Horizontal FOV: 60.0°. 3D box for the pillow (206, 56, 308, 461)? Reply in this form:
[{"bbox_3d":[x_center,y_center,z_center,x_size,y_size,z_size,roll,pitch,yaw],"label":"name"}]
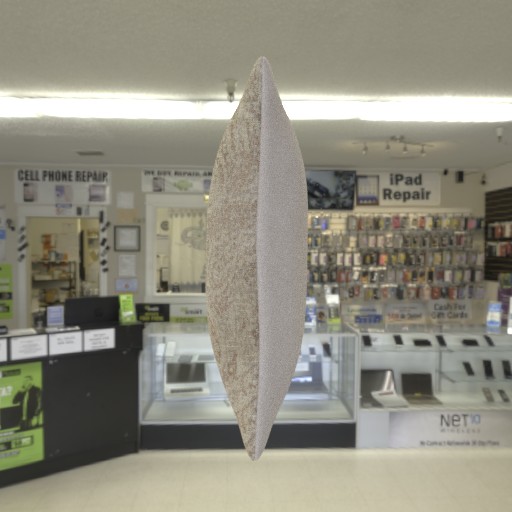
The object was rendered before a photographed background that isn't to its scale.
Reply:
[{"bbox_3d":[0.000,0.000,0.815,0.166,0.510,0.523,0,2,-1],"label":"pillow"}]
